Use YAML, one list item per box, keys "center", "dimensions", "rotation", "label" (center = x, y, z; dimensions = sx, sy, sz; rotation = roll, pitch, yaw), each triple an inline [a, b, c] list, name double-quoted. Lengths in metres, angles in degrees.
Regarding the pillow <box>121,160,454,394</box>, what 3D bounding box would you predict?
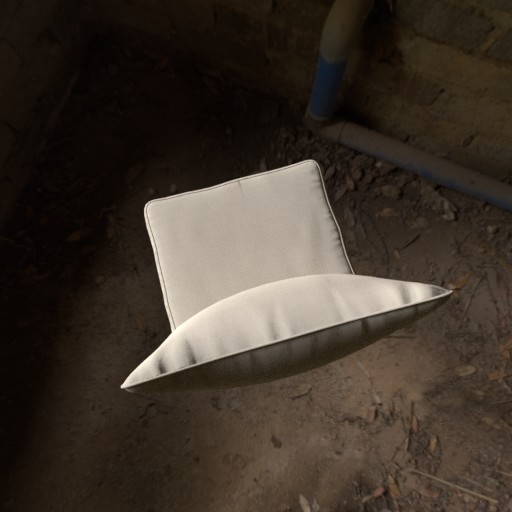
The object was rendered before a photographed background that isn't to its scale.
- center: [0.000, 0.000, 1.369]
  dimensions: [0.798, 0.716, 0.733]
  rotation: [-15, 77, -4]
  label: "pillow"
